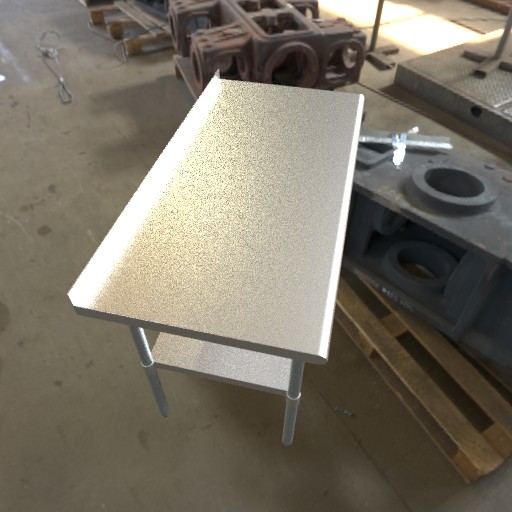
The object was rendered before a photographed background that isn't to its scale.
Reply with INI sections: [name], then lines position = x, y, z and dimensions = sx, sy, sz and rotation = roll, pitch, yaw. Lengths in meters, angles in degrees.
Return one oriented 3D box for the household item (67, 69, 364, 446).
[household item]
position = 0.000, 0.000, 1.692
dimensions = 0.610, 0.851, 1.219
rotation = 10, 47, 9
